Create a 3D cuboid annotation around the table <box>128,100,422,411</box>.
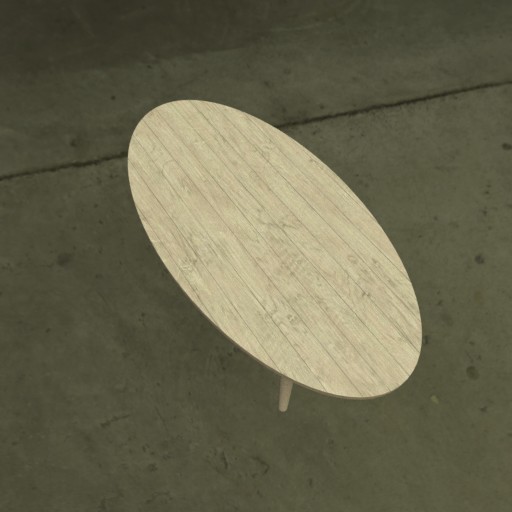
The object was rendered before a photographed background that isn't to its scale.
[{"bbox_3d":[0.000,0.000,1.335,0.542,0.390,1.083,-29,62,-18],"label":"table"}]
